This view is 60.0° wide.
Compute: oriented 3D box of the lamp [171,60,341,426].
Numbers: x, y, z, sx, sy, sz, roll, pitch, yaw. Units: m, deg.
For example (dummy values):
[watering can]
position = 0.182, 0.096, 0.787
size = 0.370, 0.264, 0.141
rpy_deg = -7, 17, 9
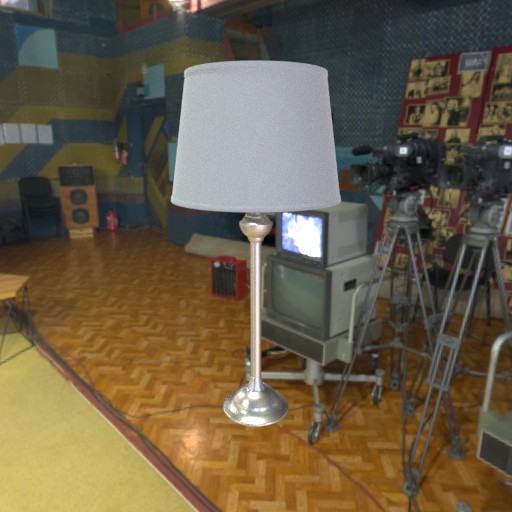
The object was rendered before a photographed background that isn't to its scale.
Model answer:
[lamp]
position = 0.000, 0.000, 0.906
size = 0.331, 0.698, 0.331
rpy_deg = 0, 15, 0
